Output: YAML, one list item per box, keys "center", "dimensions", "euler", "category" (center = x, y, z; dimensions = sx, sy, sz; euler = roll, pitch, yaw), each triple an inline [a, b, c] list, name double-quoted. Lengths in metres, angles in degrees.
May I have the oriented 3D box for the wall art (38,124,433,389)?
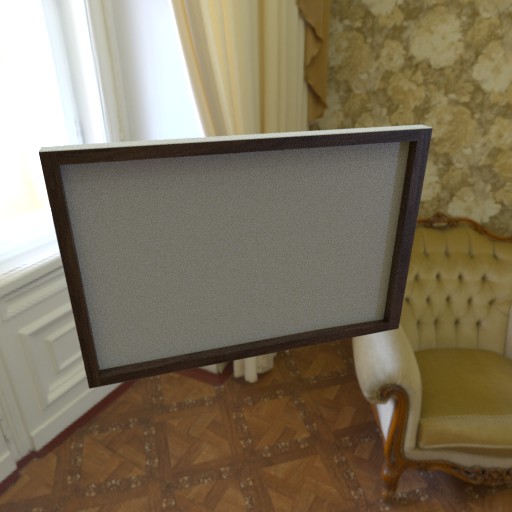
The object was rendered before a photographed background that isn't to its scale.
- center: [0.000, 0.000, 1.148]
  dimensions: [0.914, 0.610, 0.050]
  euler: [-8, 27, -15]
  category: "wall art"
